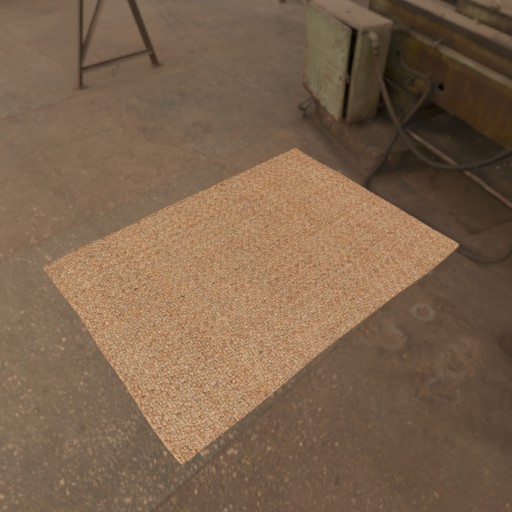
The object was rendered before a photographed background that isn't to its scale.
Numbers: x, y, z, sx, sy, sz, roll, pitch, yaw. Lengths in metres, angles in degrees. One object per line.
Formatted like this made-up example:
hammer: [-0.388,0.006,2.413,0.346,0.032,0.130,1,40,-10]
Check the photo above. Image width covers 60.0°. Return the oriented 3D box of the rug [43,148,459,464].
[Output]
rug: [0.000,0.000,2.787,2.141,0.013,1.566,-31,53,-27]
